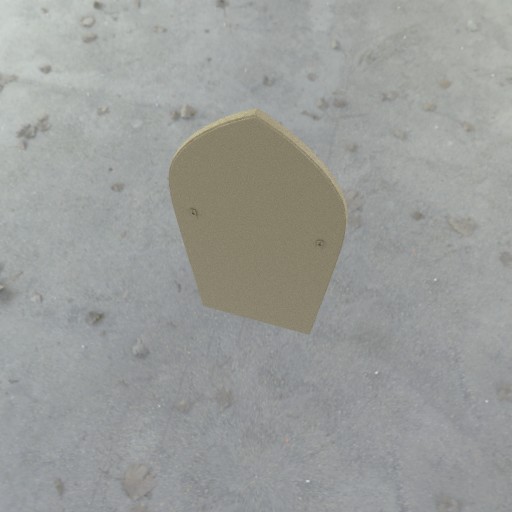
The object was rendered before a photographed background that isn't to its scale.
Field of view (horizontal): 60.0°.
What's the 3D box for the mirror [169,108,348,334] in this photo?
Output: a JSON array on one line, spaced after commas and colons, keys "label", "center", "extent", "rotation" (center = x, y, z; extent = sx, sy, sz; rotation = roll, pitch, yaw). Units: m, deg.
[{"label": "mirror", "center": [0.000, 0.000, 1.330], "extent": [0.464, 1.175, 0.025], "rotation": [14, 64, 7]}]
